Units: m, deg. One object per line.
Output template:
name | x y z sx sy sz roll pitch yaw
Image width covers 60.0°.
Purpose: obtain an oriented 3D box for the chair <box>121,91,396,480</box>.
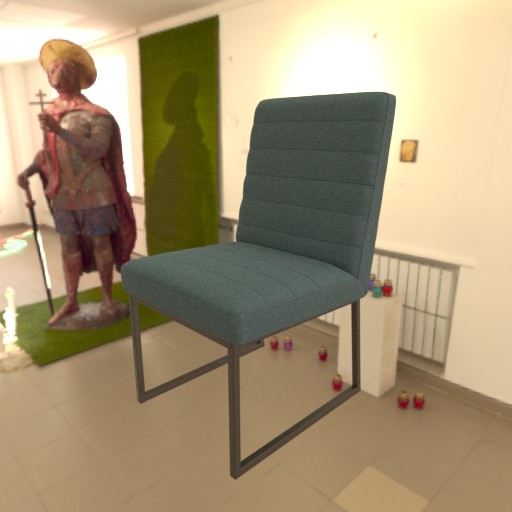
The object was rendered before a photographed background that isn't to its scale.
chair | 0.000 0.000 1.319 0.634 0.930 0.520 -15 21 -43
